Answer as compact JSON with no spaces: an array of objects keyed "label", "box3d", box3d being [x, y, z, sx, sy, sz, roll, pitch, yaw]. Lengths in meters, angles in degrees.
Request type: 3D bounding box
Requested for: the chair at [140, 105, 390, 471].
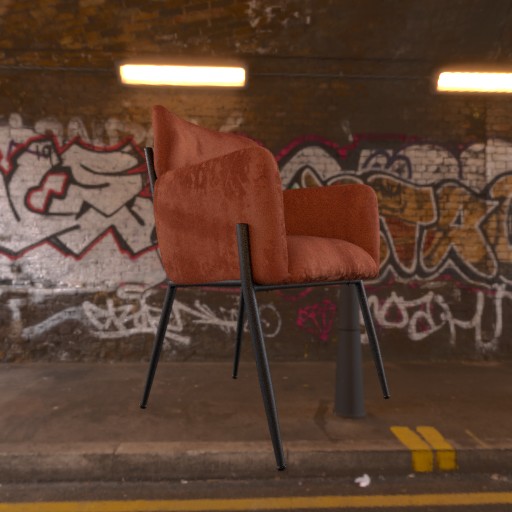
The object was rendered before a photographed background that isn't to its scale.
[{"label":"chair","box3d":[0.000,0.000,1.146,0.523,0.772,0.561,-1,-1,36]}]
